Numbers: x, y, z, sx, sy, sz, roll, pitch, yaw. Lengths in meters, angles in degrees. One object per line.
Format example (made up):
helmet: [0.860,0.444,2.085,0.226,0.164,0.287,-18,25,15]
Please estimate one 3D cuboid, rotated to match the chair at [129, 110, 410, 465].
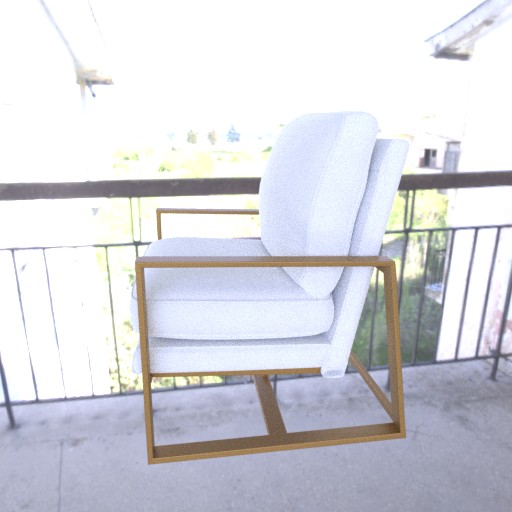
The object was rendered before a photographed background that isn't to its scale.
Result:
chair: [0.000,0.000,1.547,0.813,0.966,0.805,-2,16,-8]
